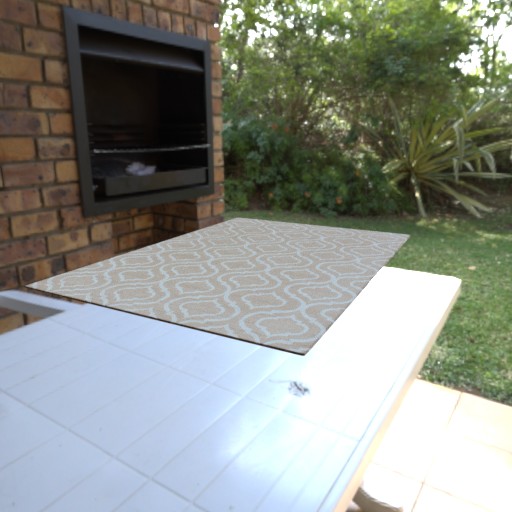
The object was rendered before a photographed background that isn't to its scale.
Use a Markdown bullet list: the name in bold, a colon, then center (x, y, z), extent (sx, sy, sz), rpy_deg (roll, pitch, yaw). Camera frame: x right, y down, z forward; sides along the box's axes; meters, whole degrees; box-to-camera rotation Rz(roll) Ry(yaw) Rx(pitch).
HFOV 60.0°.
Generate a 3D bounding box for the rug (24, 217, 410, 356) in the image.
- **rug**: center (0.000, 0.000, 2.800), extent (1.524, 0.010, 2.134), rpy_deg (8, 18, 27)
